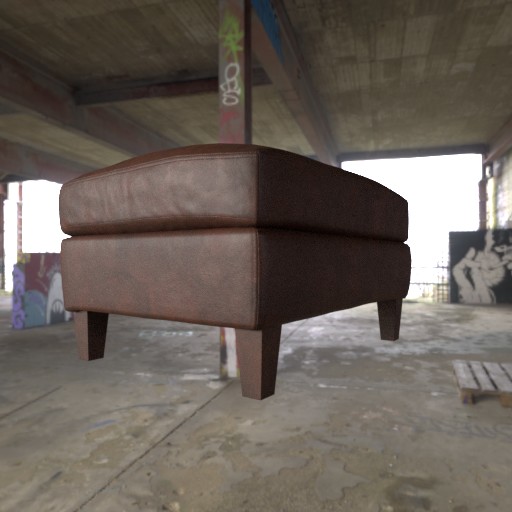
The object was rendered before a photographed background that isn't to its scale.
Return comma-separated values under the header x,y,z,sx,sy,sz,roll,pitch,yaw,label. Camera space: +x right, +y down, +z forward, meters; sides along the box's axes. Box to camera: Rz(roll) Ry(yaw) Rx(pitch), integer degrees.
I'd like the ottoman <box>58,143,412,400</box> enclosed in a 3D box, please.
x,y,z,sx,sy,sz,roll,pitch,yaw,label
0.000,0.000,1.275,0.659,0.527,0.887,0,-1,36,ottoman
